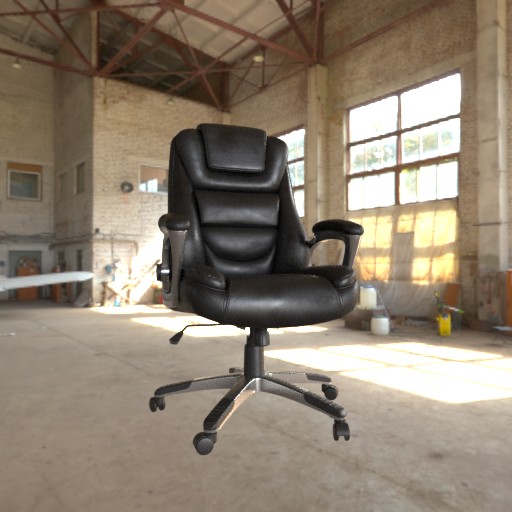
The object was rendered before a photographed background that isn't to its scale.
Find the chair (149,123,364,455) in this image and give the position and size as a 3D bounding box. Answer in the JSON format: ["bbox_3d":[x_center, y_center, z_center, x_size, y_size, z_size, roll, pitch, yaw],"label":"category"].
[{"bbox_3d":[0.000,0.000,1.540,0.697,1.075,0.689,0,-1,-19],"label":"chair"}]
